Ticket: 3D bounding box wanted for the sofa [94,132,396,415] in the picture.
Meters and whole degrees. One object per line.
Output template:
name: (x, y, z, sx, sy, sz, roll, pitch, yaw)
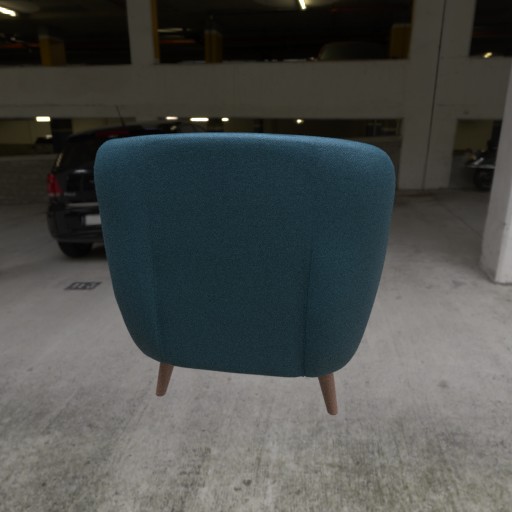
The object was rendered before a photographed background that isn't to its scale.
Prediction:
sofa: (0.000, 0.000, 1.475, 0.836, 0.817, 0.825, 3, 18, 9)
